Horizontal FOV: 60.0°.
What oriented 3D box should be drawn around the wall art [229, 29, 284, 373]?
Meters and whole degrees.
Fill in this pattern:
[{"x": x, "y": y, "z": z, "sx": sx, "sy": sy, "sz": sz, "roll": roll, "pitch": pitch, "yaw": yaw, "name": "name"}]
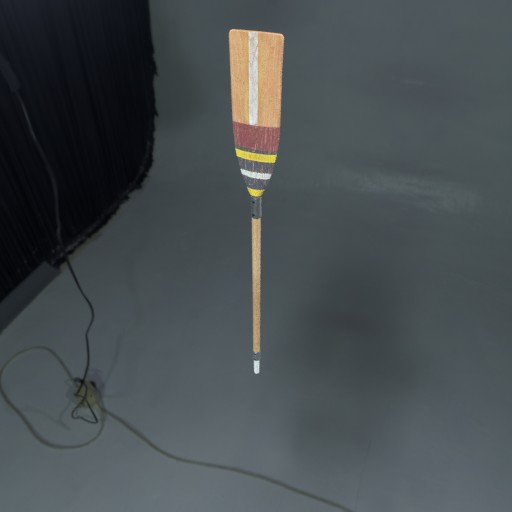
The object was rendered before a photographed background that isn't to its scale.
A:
[{"x": 0.000, "y": 0.000, "z": 1.655, "sx": 0.146, "sy": 1.556, "sz": 0.038, "roll": 13, "pitch": 45, "yaw": 14, "name": "wall art"}]
